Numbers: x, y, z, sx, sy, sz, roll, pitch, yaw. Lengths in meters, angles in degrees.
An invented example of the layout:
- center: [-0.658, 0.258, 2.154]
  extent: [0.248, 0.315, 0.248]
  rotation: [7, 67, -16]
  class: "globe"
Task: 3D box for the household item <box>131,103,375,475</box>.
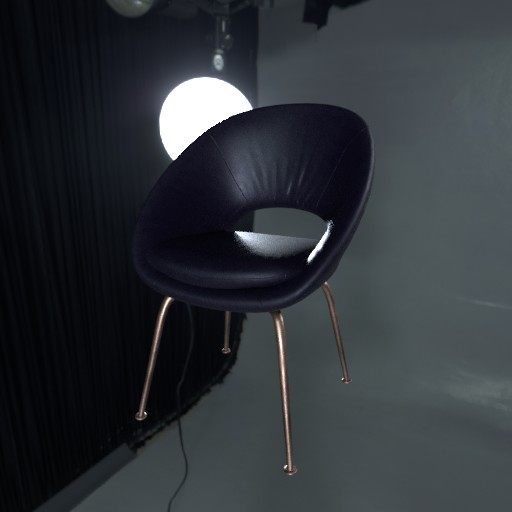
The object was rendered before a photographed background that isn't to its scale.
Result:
- center: [0.000, 0.000, 1.247]
  extent: [0.623, 0.852, 0.573]
  rotation: [7, 16, 27]
  class: "household item"
